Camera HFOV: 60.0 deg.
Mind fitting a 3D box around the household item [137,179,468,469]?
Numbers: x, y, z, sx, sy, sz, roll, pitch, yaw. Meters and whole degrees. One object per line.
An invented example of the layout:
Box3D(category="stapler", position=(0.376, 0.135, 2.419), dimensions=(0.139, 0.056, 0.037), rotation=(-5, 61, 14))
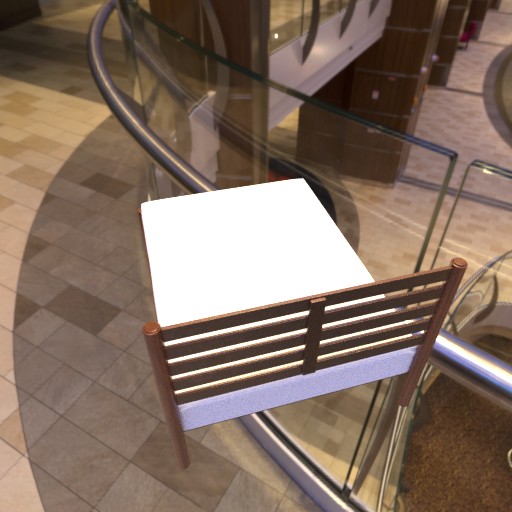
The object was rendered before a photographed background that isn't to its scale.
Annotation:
Box3D(category="household item", position=(0.000, 0.000, 3.349), dimensions=(1.663, 1.356, 2.232), rotation=(-11, 42, -12))
